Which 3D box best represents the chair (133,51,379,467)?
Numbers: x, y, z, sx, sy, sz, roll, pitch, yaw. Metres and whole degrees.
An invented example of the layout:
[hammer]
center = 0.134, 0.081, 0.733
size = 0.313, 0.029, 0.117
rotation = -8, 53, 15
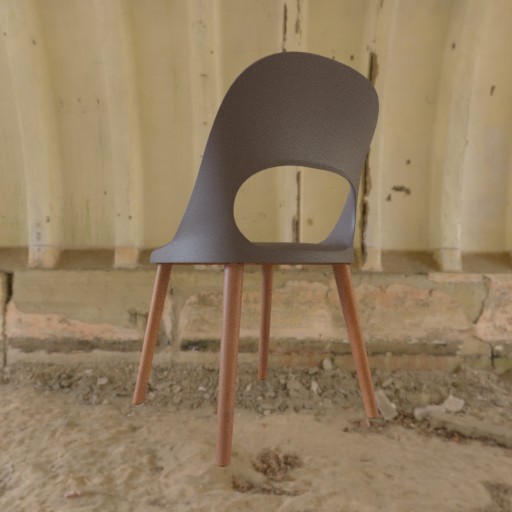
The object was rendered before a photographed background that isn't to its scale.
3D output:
[chair]
center = 0.000, 0.000, 1.121
size = 0.470, 0.794, 0.556
rotation = 1, -1, -36
